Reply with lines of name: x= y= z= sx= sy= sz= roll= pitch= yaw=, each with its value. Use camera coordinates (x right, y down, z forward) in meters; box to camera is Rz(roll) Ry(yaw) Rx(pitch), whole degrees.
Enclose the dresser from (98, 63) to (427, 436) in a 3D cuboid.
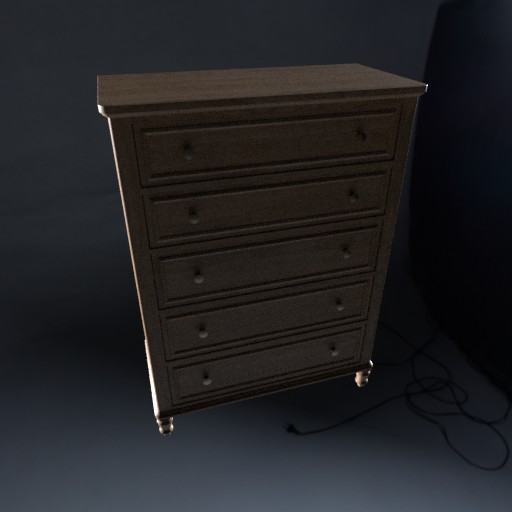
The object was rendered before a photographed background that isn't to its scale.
dresser: x=0.000 y=0.000 z=1.765 sx=0.973 sy=1.318 sz=0.484 roll=-9 pitch=32 yaw=-15
